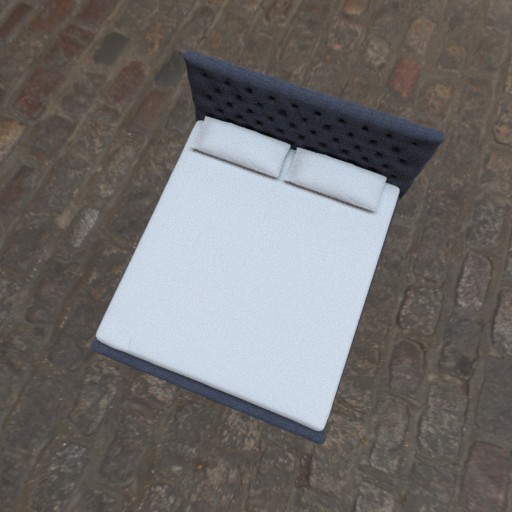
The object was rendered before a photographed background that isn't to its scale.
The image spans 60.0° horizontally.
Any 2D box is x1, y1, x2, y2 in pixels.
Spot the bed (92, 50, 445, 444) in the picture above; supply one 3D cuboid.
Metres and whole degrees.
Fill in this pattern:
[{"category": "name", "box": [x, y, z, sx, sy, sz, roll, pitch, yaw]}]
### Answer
[{"category": "bed", "box": [0.000, 0.000, 3.664, 2.078, 1.427, 2.387, 20, 74, 6]}]
